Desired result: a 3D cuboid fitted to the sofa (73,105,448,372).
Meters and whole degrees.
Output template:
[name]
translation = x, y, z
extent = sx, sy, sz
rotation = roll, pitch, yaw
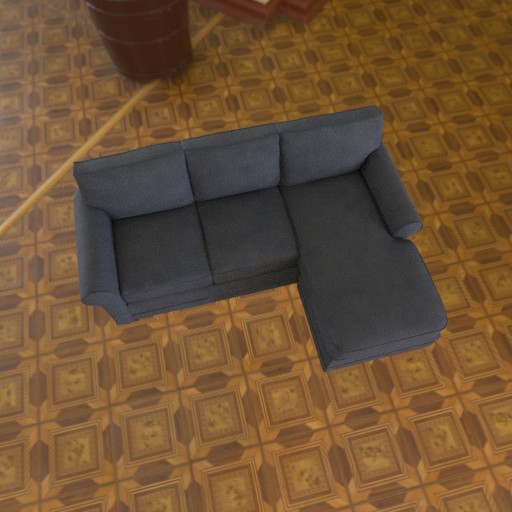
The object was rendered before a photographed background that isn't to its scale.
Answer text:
[sofa]
translation = 0.000, 0.000, 3.355
extent = 2.567, 1.063, 1.780
rotation = -12, 63, -6
